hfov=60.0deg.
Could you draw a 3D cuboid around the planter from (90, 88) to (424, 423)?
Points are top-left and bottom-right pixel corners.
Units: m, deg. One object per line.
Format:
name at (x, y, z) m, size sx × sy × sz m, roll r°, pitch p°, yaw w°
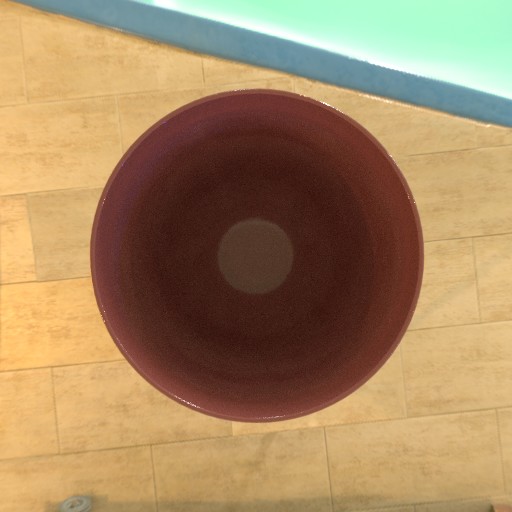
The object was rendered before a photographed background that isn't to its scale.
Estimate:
planter at (0.000, 0.000, 0.485) m, size 0.266 × 0.270 × 0.266 m, roll 0°, pitch 90°, yaw -1°
